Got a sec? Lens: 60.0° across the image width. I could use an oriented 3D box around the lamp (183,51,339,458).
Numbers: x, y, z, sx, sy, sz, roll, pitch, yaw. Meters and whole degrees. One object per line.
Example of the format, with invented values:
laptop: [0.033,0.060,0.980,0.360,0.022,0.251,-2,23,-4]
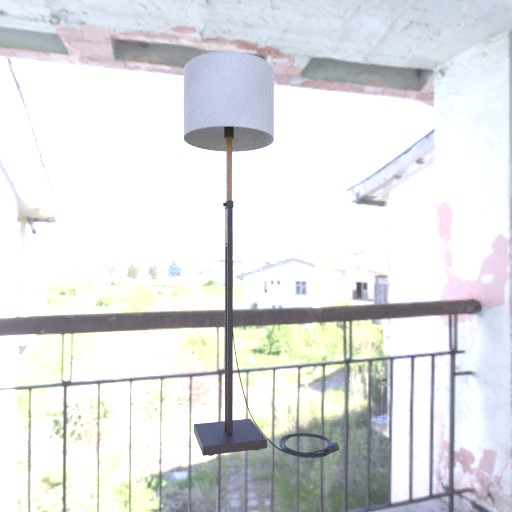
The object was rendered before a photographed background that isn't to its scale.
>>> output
lamp: [0.000,0.000,1.980,0.639,1.650,0.474,0,-1,-16]
